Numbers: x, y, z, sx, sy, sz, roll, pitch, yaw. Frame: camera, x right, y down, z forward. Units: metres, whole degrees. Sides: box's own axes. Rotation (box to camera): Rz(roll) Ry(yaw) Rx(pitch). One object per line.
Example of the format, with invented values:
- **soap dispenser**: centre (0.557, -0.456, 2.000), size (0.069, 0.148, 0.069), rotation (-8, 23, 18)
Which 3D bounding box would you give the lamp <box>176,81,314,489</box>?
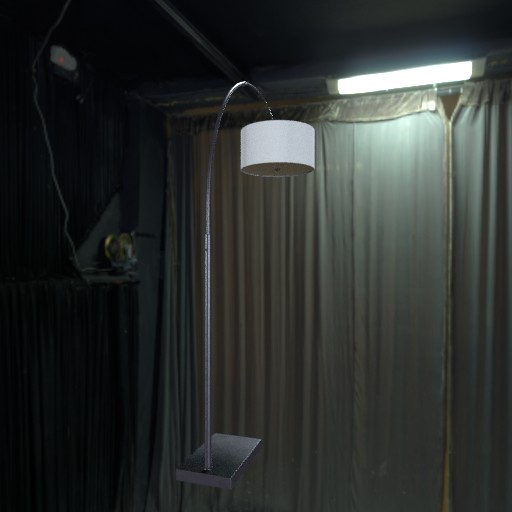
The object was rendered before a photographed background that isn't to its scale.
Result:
- **lamp**: centre (0.000, 0.000, 2.538), size (0.493, 1.927, 1.424), rotation (0, 0, 18)
